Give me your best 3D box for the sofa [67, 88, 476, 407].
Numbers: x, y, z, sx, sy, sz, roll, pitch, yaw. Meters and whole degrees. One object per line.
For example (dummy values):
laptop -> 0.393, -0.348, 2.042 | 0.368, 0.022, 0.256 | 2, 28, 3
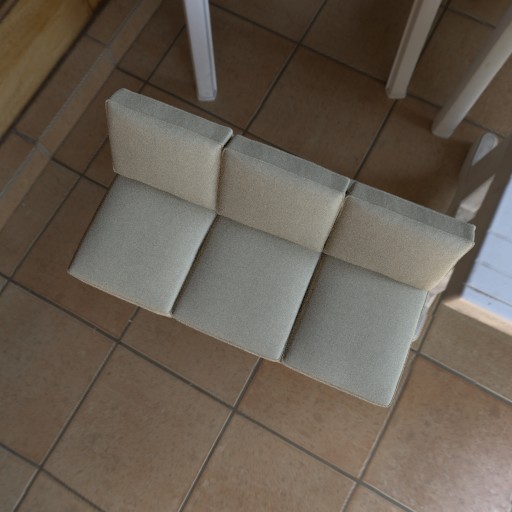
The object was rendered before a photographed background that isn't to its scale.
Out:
sofa -> 0.000, 0.000, 2.527 | 1.962, 0.973, 1.027 | 22, 77, 5
